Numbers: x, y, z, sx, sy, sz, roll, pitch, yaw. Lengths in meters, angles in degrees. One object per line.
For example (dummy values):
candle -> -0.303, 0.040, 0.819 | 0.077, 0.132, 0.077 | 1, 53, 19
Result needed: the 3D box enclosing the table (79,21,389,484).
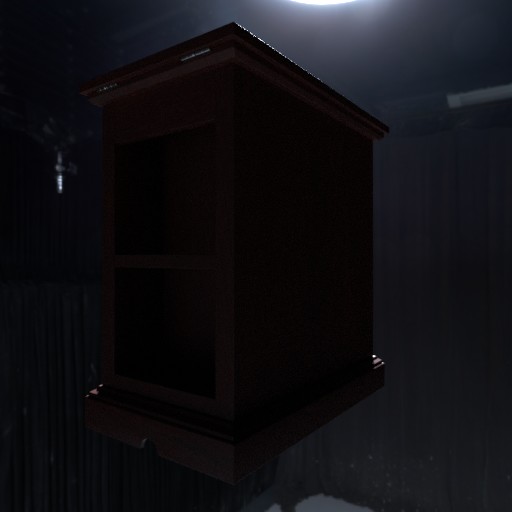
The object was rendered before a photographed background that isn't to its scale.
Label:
table -> 0.000, 0.000, 0.920 | 0.356, 0.612, 0.584 | 0, 0, 36
